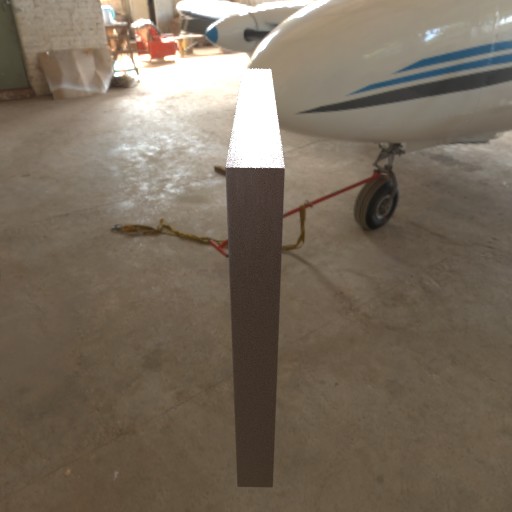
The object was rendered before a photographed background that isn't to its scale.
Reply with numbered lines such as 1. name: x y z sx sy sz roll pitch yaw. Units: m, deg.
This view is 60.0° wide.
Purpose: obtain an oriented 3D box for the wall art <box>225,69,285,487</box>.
1. wall art: 0.000 0.000 0.517 0.038 0.350 0.350 0 32 0
